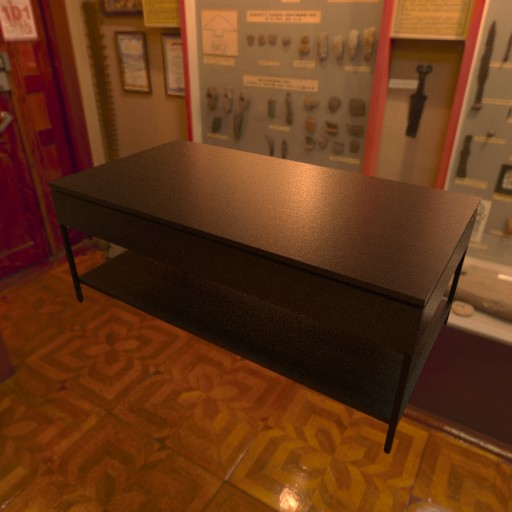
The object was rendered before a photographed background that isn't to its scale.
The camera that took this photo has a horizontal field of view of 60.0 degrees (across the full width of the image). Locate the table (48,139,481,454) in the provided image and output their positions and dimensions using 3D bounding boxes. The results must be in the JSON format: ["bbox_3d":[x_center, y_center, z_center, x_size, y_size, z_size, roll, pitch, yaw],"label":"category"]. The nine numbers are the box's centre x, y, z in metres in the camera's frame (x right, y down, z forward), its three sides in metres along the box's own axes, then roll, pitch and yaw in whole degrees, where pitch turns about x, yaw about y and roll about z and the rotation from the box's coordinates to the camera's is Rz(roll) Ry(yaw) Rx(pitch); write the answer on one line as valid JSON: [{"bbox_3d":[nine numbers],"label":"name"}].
[{"bbox_3d":[0.000,0.000,1.367,1.095,0.435,0.574,18,34,28],"label":"table"}]
